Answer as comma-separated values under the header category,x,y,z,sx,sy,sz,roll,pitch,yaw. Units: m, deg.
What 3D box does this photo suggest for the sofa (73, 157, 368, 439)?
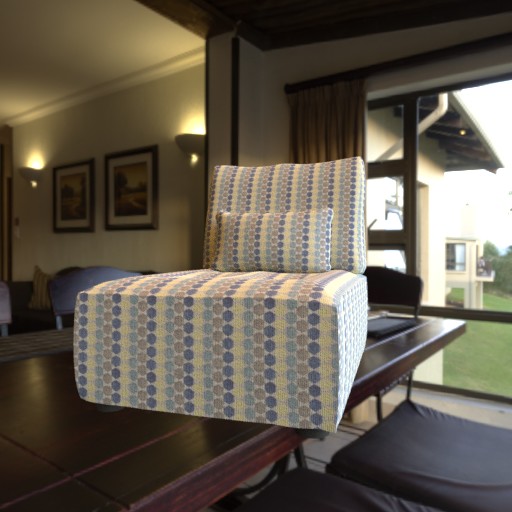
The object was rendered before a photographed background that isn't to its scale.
category,x,y,z,sx,sy,sz,roll,pitch,yaw
sofa,0.000,0.000,1.543,0.700,0.820,1.000,0,1,18
